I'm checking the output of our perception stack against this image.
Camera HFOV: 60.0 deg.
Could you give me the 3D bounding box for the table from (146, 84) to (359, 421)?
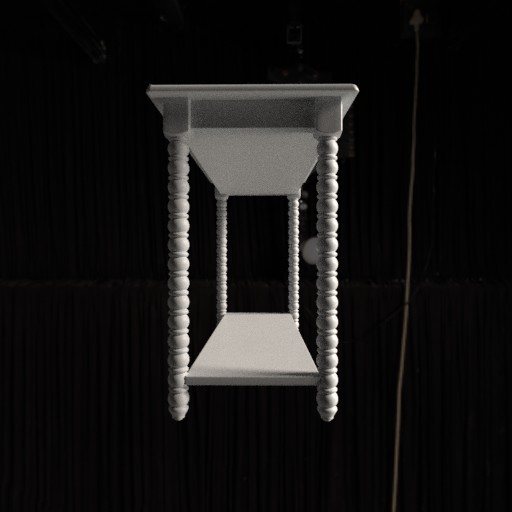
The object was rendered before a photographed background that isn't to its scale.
[{"bbox_3d":[0.000,0.000,1.538,0.459,0.740,1.184,0,0,1],"label":"table"}]
